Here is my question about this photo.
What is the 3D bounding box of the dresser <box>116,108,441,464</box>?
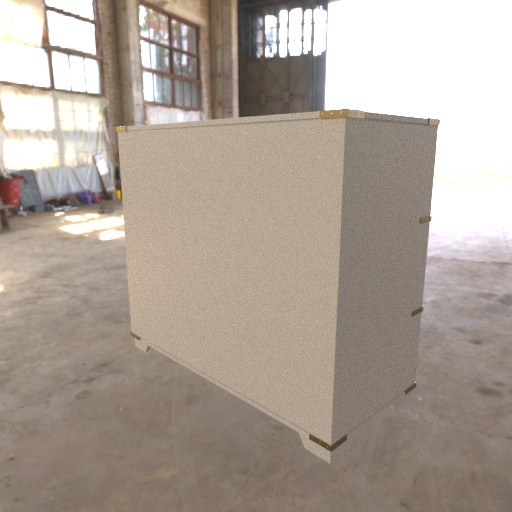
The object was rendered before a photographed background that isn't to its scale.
[{"bbox_3d":[0.000,0.000,1.552,0.460,0.891,1.022,-13,18,-43],"label":"dresser"}]
